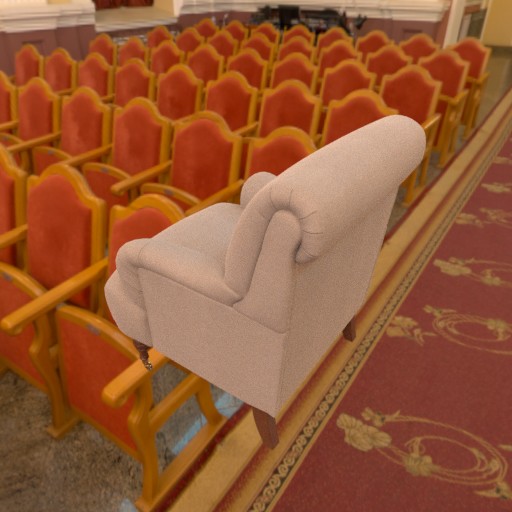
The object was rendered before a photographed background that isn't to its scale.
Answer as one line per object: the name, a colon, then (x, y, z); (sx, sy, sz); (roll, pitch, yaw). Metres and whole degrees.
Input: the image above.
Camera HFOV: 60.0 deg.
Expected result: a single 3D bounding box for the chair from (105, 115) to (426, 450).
chair: (0.000, 0.000, 1.553); (0.842, 0.942, 0.766); (20, 37, 29)
